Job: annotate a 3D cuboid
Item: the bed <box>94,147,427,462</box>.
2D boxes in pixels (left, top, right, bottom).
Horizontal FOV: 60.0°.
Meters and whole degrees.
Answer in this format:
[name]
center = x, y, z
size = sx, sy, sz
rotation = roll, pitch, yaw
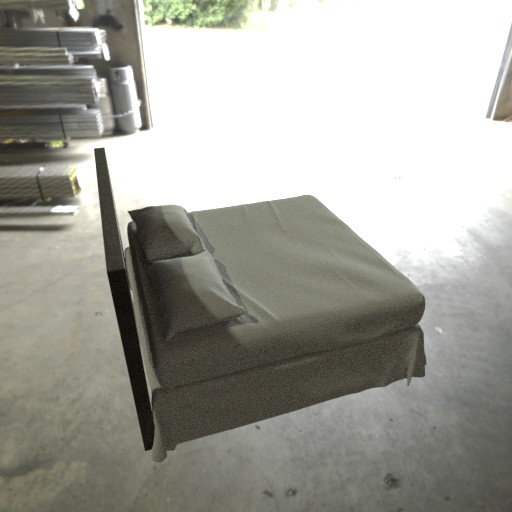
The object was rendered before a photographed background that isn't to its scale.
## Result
[bed]
center = 0.000, 0.000, 2.923
size = 1.785, 1.142, 1.772
rotation = -10, 33, -16
